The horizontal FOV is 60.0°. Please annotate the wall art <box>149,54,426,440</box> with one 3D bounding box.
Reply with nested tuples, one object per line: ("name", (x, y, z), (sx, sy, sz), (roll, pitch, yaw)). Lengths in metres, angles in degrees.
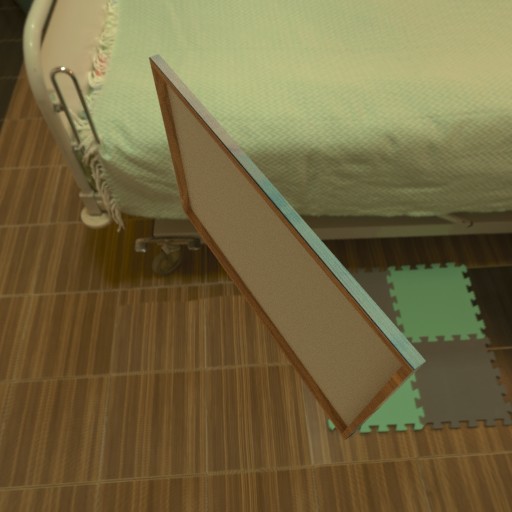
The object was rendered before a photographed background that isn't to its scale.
("wall art", (0.000, 0.000, 0.748), (0.018, 0.402, 0.604), (-29, 62, -17))
